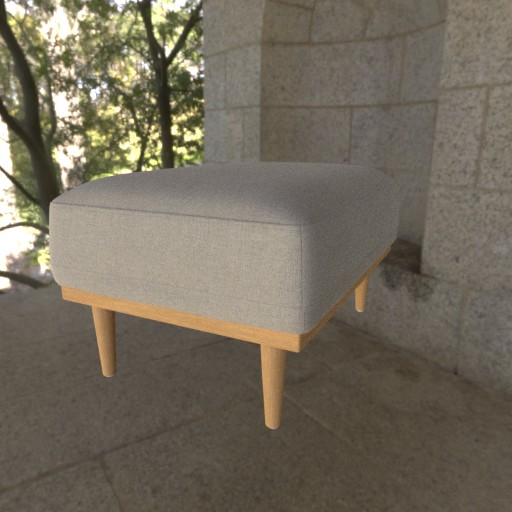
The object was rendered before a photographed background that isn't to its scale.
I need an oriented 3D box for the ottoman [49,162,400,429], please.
[{"bbox_3d":[0.000,0.000,1.068,0.549,0.428,0.749,7,16,26],"label":"ottoman"}]
